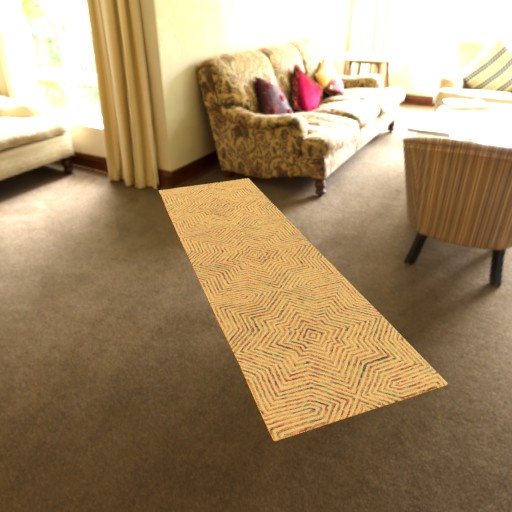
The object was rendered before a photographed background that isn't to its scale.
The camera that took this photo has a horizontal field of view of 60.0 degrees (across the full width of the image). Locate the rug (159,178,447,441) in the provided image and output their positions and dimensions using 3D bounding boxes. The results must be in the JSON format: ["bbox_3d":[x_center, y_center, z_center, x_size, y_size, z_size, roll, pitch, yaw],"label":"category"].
[{"bbox_3d":[0.000,0.000,2.670,0.771,0.009,2.443,-11,33,-17],"label":"rug"}]
